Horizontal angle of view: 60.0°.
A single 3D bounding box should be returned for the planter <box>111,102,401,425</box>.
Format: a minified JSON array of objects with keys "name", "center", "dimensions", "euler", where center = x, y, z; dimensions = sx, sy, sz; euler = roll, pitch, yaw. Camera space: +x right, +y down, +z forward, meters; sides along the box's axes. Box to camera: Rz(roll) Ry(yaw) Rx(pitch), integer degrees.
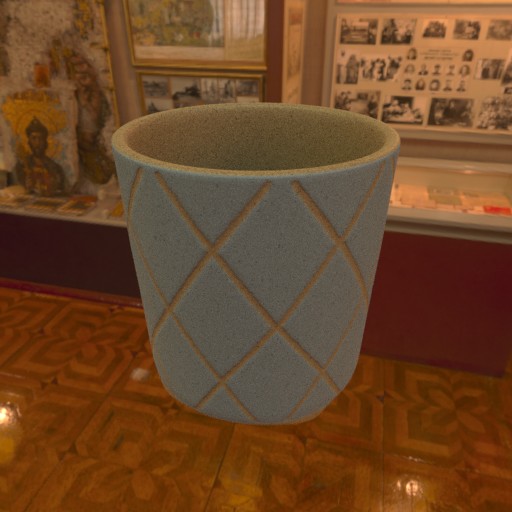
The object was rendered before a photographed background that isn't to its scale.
[{"name":"planter","center":[0.000,0.000,0.351],"dimensions":[0.191,0.200,0.191],"euler":[0,29,0]}]
